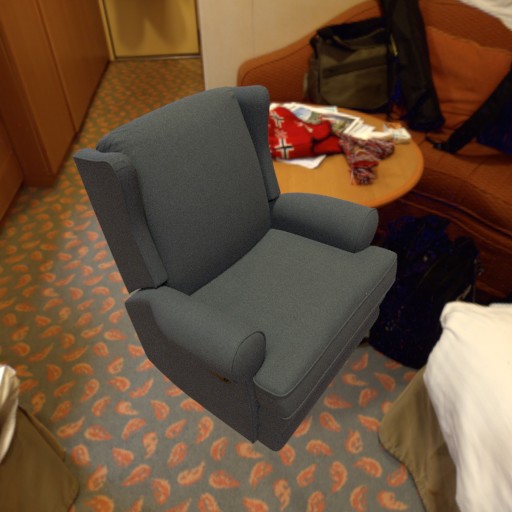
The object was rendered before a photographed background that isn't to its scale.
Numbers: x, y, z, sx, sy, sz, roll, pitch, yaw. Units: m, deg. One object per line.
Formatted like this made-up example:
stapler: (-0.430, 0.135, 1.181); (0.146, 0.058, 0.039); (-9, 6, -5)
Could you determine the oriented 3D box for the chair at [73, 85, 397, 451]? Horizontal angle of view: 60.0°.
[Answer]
chair: (0.000, 0.000, 1.696); (0.877, 1.020, 0.971); (26, 47, 27)
